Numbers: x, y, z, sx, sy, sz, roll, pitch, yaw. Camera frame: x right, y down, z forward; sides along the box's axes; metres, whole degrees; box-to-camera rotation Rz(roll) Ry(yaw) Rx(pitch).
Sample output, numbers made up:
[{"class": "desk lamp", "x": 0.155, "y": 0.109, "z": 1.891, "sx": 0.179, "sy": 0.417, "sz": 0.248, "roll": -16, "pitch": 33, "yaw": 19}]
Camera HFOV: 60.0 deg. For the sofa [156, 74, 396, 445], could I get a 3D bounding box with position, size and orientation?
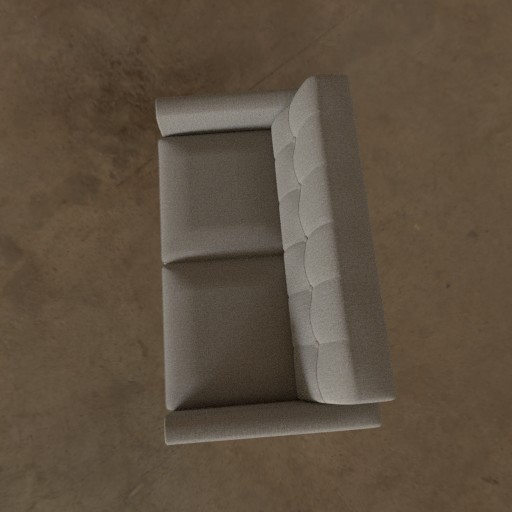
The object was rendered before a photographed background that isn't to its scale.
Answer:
[{"class": "sofa", "x": 0.000, "y": 0.000, "z": 2.208, "sx": 0.952, "sy": 0.925, "sz": 1.651, "roll": -4, "pitch": 76, "yaw": -1}]
